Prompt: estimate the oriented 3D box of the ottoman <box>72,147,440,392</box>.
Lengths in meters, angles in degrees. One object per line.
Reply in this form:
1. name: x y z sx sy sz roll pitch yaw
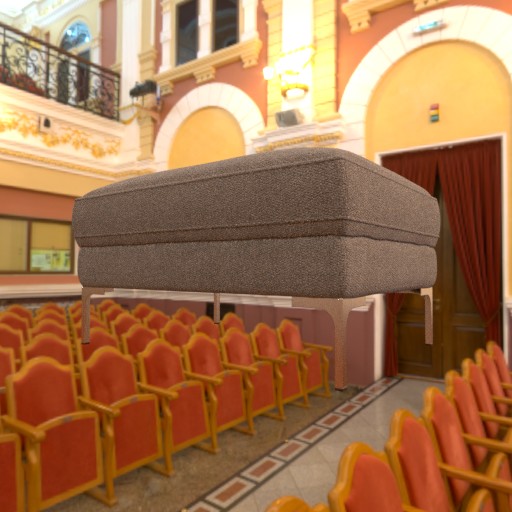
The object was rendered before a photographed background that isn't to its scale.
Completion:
1. ottoman: 0.000 0.000 1.165 0.785 0.464 0.583 -1 -2 36
